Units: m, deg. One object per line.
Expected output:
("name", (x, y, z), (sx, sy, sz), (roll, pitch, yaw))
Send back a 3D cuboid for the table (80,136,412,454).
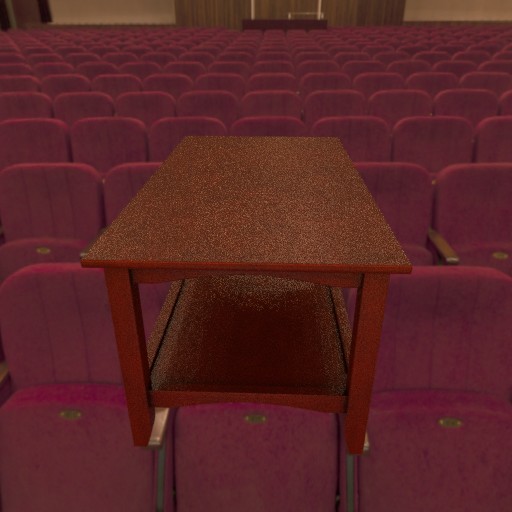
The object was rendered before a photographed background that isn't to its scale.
("table", (0.000, 0.000, 1.228), (0.533, 0.456, 0.943), (1, 27, 2))
